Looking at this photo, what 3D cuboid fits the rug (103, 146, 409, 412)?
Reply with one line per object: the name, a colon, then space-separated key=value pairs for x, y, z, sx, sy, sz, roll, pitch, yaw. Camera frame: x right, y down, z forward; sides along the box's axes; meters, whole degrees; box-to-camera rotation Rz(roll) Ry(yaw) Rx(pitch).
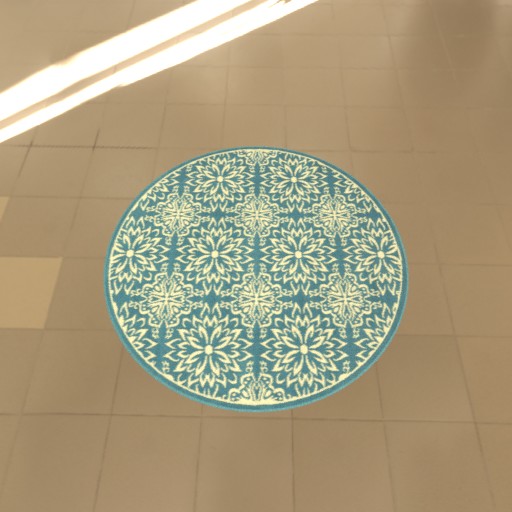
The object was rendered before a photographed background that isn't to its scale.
rug: x=0.000 y=0.000 z=2.348 sx=1.593 sy=0.012 sz=1.593 roll=0 pitch=59 yaw=0
